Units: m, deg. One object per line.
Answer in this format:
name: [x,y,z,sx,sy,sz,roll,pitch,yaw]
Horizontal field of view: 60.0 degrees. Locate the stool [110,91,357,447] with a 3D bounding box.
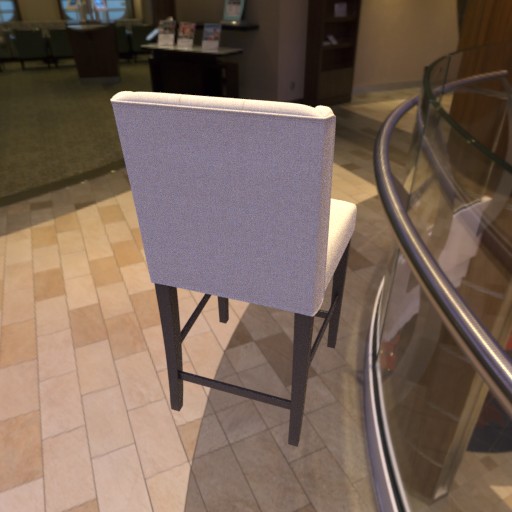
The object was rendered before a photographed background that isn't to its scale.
stool: [0.000,0.000,1.237,0.474,0.939,0.509,10,32,16]
